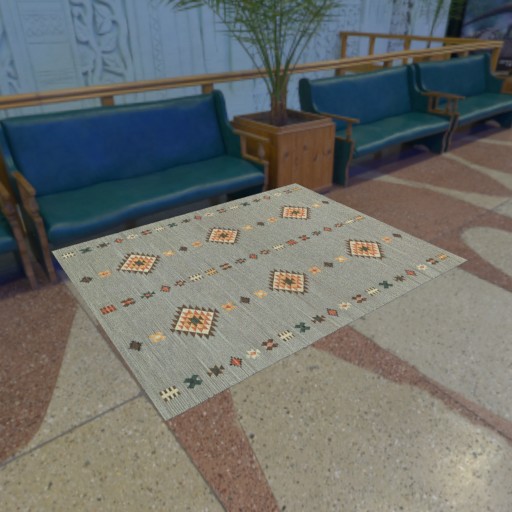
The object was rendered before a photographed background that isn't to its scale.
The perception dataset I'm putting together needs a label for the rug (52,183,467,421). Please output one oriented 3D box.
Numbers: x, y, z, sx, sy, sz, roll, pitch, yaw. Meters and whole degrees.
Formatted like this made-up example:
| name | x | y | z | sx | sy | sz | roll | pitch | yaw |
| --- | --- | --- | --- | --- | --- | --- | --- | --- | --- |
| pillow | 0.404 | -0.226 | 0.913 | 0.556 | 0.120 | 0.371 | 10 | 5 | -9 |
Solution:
| name | x | y | z | sx | sy | sz | roll | pitch | yaw |
| --- | --- | --- | --- | --- | --- | --- | --- | --- | --- |
| rug | 0.000 | 0.000 | 4.136 | 3.035 | 0.008 | 2.425 | -20 | 36 | -31 |
